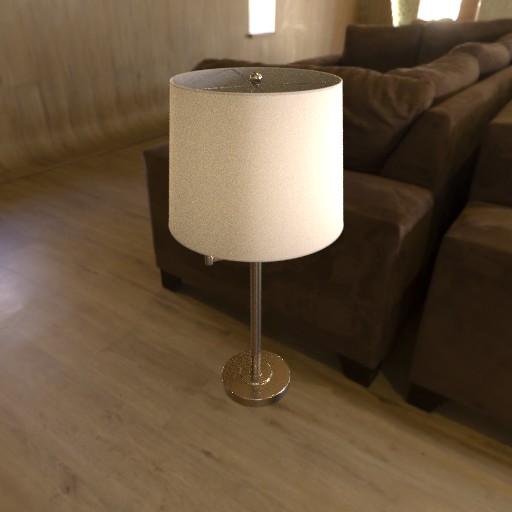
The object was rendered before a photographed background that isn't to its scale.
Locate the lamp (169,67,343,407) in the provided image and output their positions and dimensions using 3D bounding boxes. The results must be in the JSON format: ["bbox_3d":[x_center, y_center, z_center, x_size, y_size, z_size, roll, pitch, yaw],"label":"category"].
[{"bbox_3d":[0.000,0.000,0.899,0.333,0.696,0.333,0,30,0],"label":"lamp"}]
